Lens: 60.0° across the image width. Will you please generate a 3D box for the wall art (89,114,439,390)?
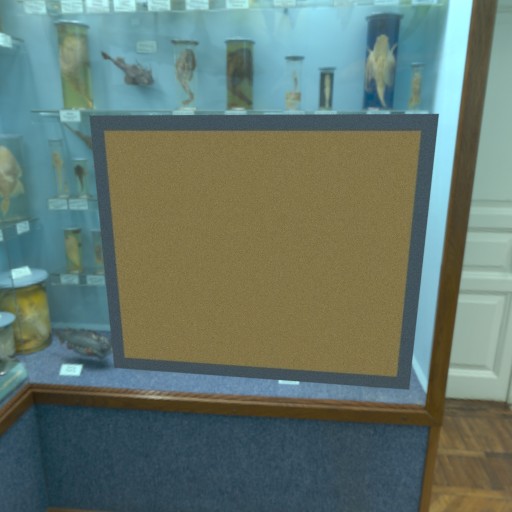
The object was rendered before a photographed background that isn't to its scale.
[{"bbox_3d":[0.000,0.000,0.919,0.660,0.558,0.026,2,16,7],"label":"wall art"}]
